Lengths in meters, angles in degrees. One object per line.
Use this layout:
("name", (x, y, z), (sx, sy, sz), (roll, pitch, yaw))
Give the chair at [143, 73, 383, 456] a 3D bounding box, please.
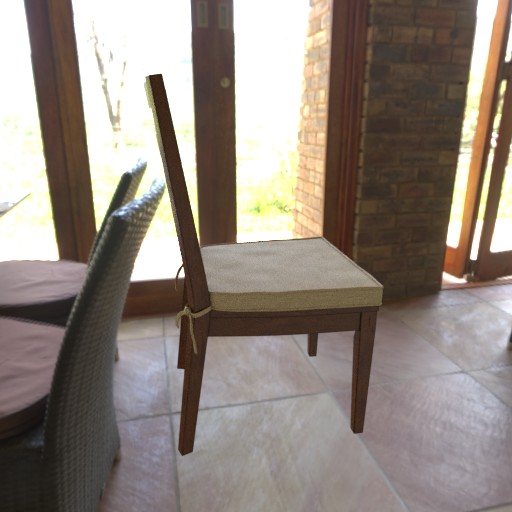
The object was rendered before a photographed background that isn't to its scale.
("chair", (0.000, 0.000, 1.348), (0.595, 0.979, 0.593), (-3, 17, -10))
